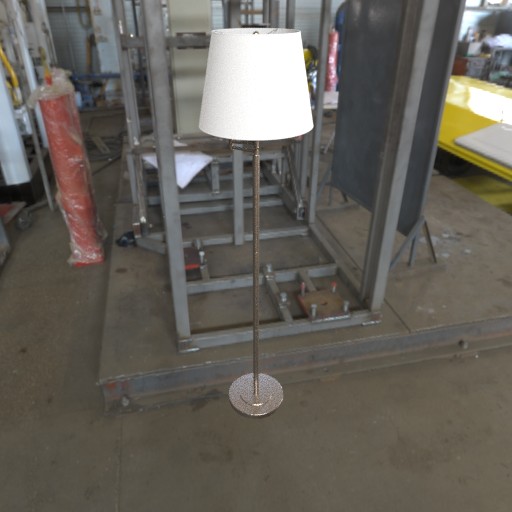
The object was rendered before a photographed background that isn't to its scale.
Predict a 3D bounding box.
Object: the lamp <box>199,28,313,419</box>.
[{"bbox_3d":[0.000,0.000,1.624,0.355,1.473,0.355,0,30,0],"label":"lamp"}]
